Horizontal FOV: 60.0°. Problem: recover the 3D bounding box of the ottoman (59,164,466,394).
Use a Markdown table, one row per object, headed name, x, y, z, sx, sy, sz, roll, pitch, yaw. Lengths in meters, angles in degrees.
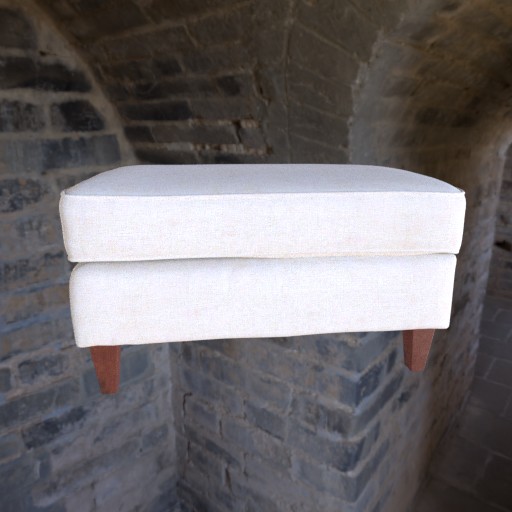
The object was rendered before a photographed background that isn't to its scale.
| name | x | y | z | sx | sy | sz | roll | pitch | yaw |
| --- | --- | --- | --- | --- | --- | --- | --- | --- | --- |
| ottoman | 0.000 | 0.000 | 1.207 | 0.862 | 0.484 | 0.583 | -2 | 15 | -8 |
